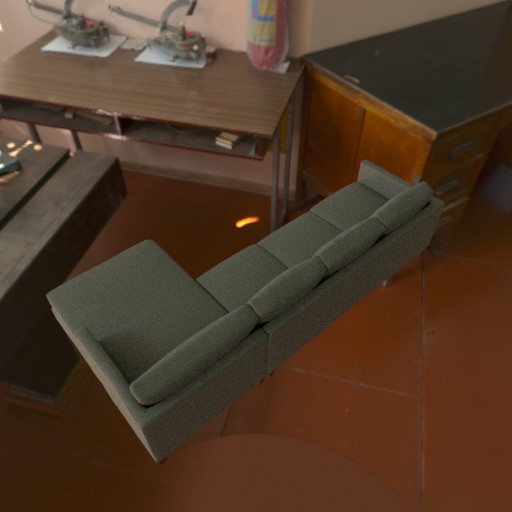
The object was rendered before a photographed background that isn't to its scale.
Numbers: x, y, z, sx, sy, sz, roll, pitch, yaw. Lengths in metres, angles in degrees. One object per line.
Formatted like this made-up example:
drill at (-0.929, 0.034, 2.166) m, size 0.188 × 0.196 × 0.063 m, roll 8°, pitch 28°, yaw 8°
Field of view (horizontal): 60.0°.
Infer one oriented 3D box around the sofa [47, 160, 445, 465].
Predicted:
sofa at (0.000, 0.000, 3.905) m, size 3.186 × 0.861 × 1.625 m, roll -32°, pitch 54°, yaw -27°
